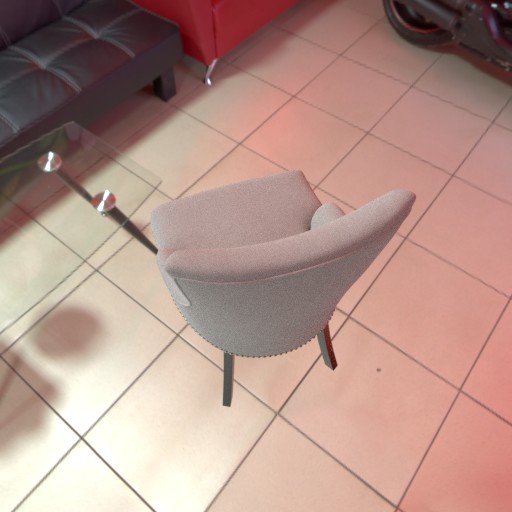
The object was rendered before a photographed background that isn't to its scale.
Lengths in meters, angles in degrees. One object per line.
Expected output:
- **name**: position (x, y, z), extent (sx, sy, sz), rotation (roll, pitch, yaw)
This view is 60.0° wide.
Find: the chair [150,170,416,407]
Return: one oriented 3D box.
- **chair**: position (0.000, 0.000, 1.329), extent (0.566, 0.909, 0.629), rotation (-16, 59, -10)
